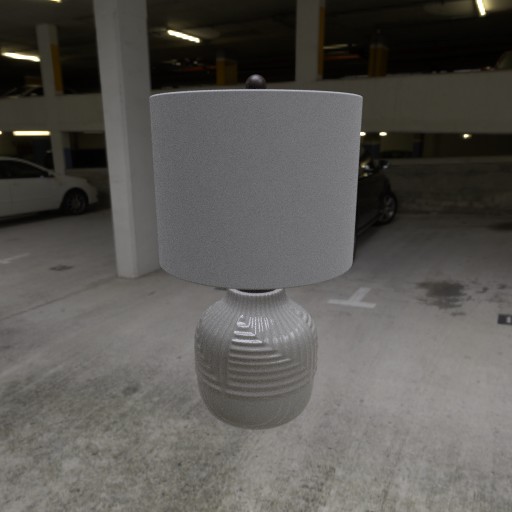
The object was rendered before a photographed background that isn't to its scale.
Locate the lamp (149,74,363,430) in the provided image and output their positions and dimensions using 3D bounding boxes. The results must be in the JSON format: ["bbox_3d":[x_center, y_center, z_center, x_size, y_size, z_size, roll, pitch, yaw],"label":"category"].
[{"bbox_3d":[0.000,0.000,0.744,0.318,0.567,0.318,0,16,0],"label":"lamp"}]
